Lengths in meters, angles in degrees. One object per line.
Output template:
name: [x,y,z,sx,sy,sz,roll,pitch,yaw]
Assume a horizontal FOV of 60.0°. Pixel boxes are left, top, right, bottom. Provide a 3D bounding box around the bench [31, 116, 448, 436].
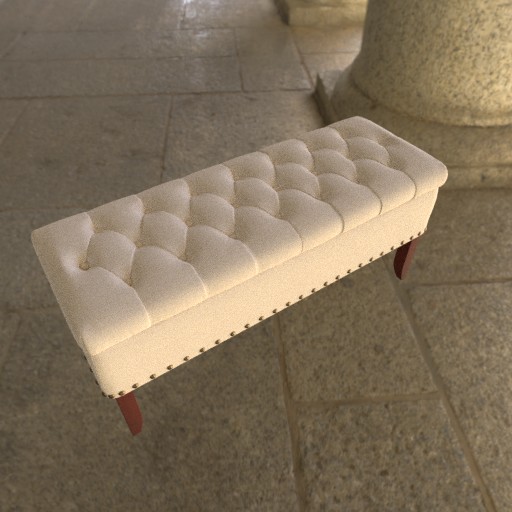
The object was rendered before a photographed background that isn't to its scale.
bench: [0.000,0.000,1.290,1.054,0.470,0.400,-25,50,-23]
